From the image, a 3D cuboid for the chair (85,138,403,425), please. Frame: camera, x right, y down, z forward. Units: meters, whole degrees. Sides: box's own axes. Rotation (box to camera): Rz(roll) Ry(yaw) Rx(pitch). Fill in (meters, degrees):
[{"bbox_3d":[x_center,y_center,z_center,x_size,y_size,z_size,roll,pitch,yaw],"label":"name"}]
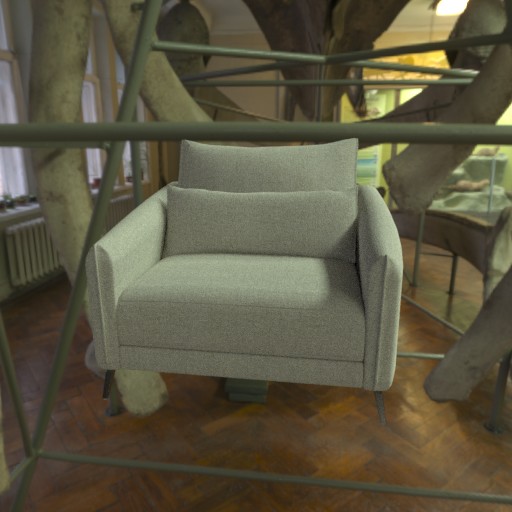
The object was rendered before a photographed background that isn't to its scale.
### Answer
[{"bbox_3d":[0.000,0.000,1.675,1.029,0.856,0.801,2,16,8],"label":"chair"}]
